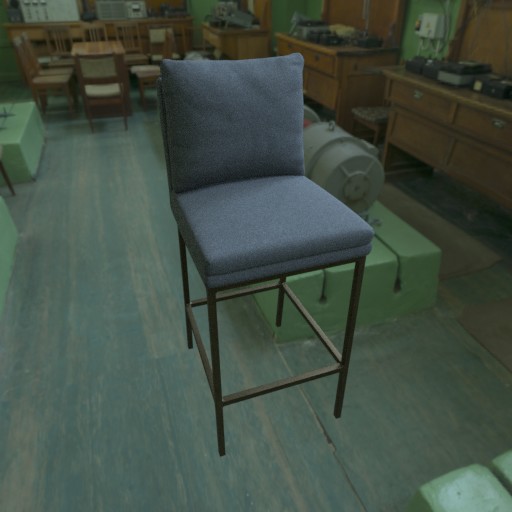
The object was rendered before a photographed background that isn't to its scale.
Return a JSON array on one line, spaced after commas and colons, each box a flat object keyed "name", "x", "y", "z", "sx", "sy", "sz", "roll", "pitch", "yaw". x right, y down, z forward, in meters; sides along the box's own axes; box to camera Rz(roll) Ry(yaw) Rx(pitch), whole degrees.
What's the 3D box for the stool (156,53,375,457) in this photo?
[{"name": "stool", "x": 0.000, "y": 0.000, "z": 1.412, "sx": 0.463, "sy": 1.130, "sz": 0.569, "roll": -11, "pitch": 34, "yaw": -17}]
